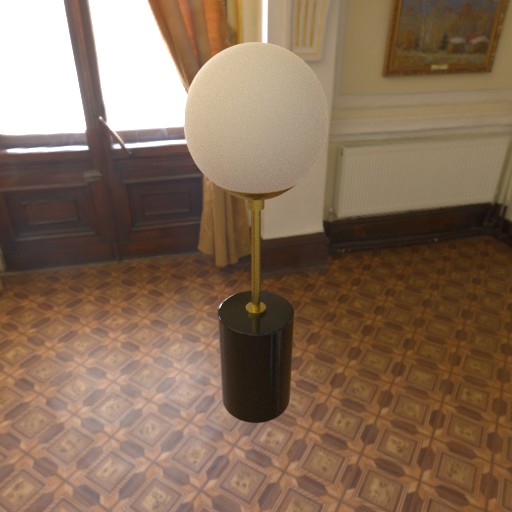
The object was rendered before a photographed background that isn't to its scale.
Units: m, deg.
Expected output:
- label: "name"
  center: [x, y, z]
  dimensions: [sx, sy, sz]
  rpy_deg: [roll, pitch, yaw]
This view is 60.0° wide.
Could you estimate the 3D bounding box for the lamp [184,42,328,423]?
- label: "lamp"
  center: [0.000, 0.000, 0.552]
  dimensions: [0.153, 0.480, 0.153]
  rpy_deg: [0, 29, 0]
